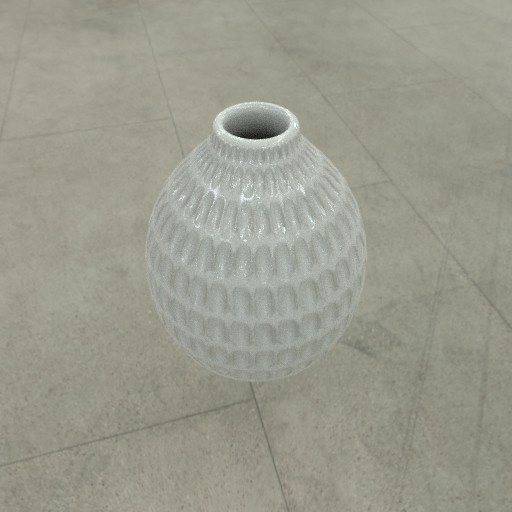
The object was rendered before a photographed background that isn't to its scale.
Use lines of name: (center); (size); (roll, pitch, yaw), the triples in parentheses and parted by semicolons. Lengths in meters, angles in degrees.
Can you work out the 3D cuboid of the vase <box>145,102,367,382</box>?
vase: (0.000, 0.000, 0.332); (0.162, 0.223, 0.162); (0, 46, 0)
